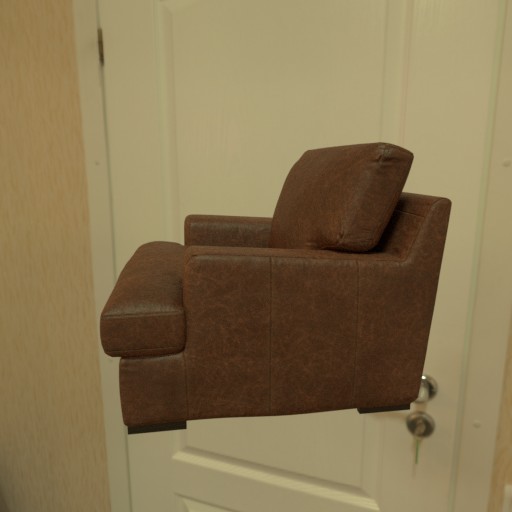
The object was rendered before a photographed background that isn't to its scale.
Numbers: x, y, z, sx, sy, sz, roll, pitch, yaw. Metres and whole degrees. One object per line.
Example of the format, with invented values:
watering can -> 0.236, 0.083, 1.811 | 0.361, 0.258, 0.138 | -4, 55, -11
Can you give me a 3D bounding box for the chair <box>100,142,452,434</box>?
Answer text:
chair -> 0.000, 0.000, 1.940 | 1.143, 0.939, 1.168 | -2, 12, -9
